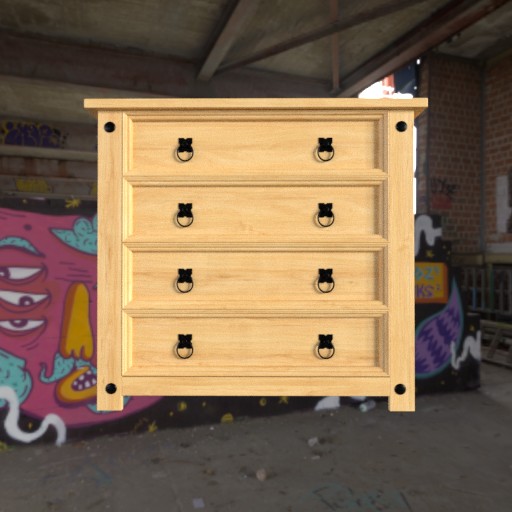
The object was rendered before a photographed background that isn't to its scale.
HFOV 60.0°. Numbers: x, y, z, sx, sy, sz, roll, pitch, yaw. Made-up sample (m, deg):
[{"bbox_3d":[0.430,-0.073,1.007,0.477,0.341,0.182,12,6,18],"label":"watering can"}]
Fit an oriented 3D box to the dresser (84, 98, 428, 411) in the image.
[{"bbox_3d":[0.000,0.000,1.232,0.800,0.730,0.410,0,-1,0],"label":"dresser"}]
